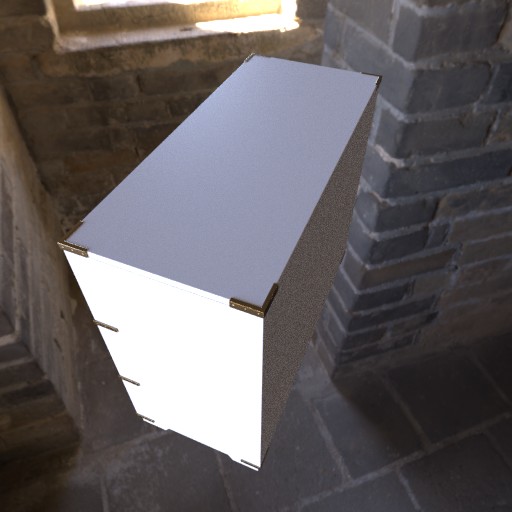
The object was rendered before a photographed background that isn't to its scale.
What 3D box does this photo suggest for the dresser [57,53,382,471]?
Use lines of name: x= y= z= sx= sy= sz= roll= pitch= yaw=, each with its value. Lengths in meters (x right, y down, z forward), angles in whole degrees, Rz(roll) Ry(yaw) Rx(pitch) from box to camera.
dresser: x=0.000 y=0.000 z=1.496 sx=0.460 sy=0.891 sz=1.022 roll=17 pitch=49 yaw=15
